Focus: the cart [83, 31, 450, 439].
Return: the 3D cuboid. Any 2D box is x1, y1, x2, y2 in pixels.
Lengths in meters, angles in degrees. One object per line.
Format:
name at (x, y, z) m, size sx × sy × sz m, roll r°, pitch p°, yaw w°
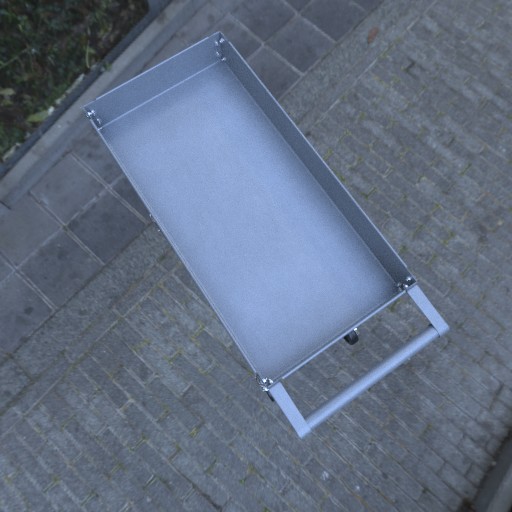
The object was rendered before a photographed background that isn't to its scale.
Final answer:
cart at (0.000, 0.000, 1.192) m, size 0.366 × 0.719 × 0.779 m, roll -33°, pitch 77°, yaw -9°
